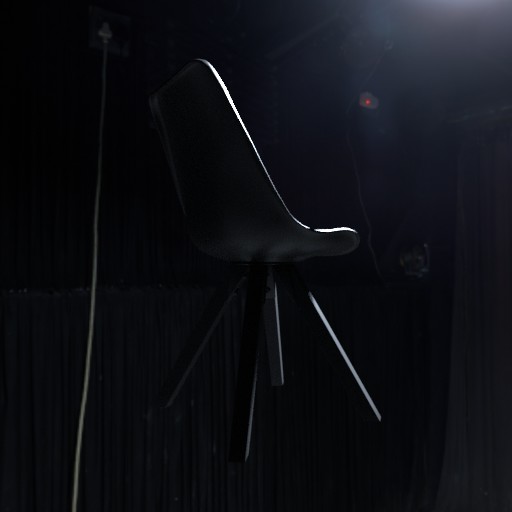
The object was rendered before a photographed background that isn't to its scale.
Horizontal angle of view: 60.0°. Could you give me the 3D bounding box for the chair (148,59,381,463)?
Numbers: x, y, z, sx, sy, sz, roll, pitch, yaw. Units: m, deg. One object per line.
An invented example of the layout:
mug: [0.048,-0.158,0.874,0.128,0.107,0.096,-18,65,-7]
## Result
chair: [0.000,0.000,1.189,0.530,0.850,0.485,1,-1,-34]
